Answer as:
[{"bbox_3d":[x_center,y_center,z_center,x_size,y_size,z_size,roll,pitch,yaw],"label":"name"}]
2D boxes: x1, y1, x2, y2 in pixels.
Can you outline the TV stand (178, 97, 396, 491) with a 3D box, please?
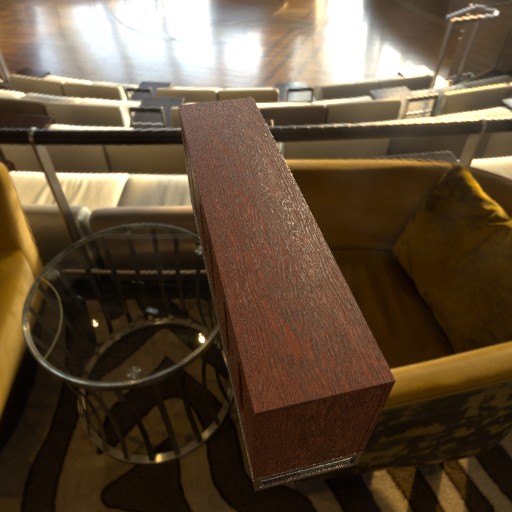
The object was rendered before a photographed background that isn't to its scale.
[{"bbox_3d":[0.000,0.000,1.795,0.382,0.578,1.541,-10,47,-9],"label":"TV stand"}]
